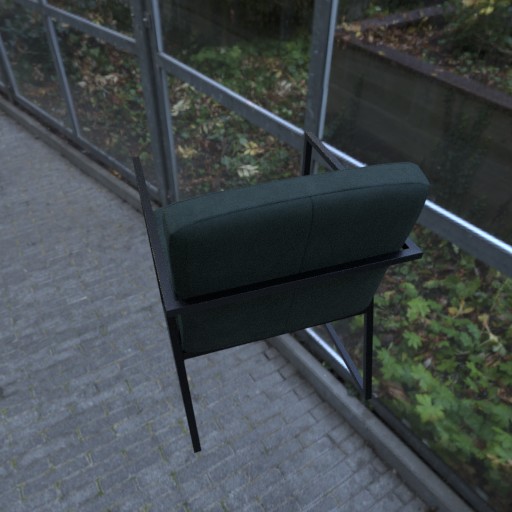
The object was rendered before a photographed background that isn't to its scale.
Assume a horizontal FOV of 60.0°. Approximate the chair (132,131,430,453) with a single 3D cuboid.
[{"bbox_3d":[0.000,0.000,1.281,0.571,0.833,0.677,-12,42,-13],"label":"chair"}]
